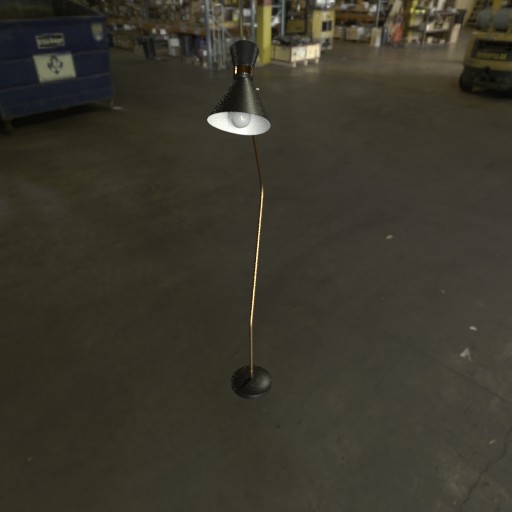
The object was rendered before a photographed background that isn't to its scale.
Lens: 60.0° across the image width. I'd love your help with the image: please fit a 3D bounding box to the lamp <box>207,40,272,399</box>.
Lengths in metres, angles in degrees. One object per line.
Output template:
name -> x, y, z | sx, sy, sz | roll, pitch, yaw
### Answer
lamp -> 0.000, 0.000, 1.627 | 0.277, 1.438, 0.467 | 20, 37, 29
